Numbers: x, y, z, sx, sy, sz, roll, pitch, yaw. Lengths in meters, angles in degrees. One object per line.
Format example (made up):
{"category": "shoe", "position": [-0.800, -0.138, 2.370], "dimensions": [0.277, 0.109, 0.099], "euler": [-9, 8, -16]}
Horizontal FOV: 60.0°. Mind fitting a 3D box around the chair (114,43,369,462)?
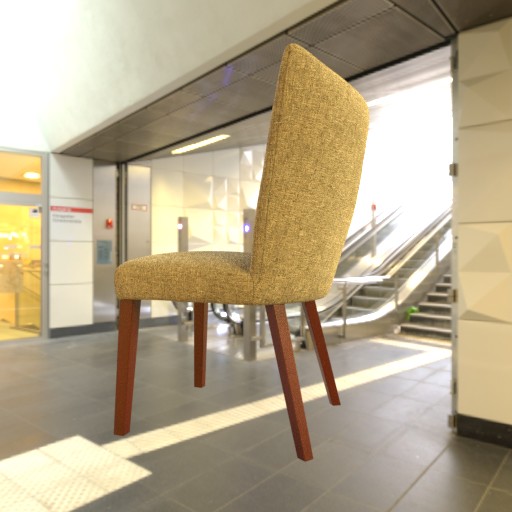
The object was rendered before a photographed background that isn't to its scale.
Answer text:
{"category": "chair", "position": [0.000, 0.000, 1.261], "dimensions": [0.623, 0.924, 0.535], "euler": [0, 0, 20]}
